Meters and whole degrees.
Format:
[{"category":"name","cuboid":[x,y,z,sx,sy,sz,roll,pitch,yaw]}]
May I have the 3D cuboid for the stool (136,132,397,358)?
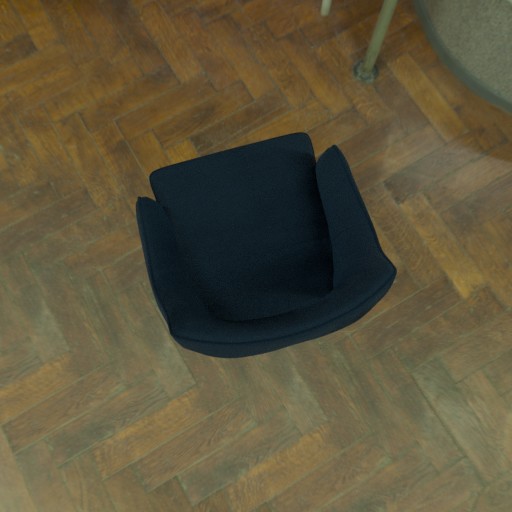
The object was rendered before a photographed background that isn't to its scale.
[{"category":"stool","cuboid":[0.000,0.000,1.294,0.550,0.940,0.560,-16,77,-4]}]
